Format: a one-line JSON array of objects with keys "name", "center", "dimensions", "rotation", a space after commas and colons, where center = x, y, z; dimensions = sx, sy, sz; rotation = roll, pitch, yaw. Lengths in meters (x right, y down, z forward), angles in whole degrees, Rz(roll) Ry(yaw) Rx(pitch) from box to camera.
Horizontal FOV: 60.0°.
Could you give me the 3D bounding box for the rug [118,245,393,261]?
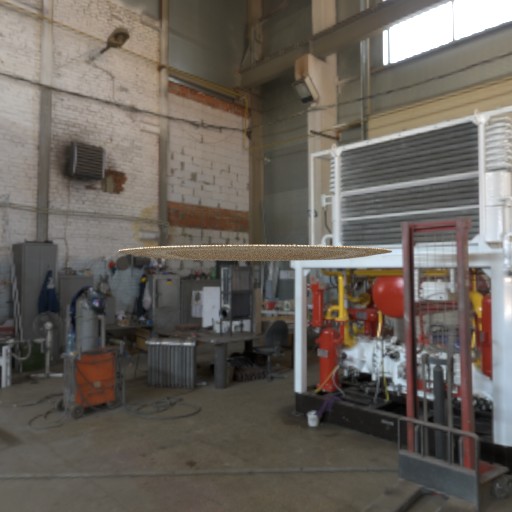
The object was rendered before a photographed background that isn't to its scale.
[{"name": "rug", "center": [0.000, 0.000, 3.034], "dimensions": [1.520, 0.006, 2.432], "rotation": [0, -2, 0]}]
